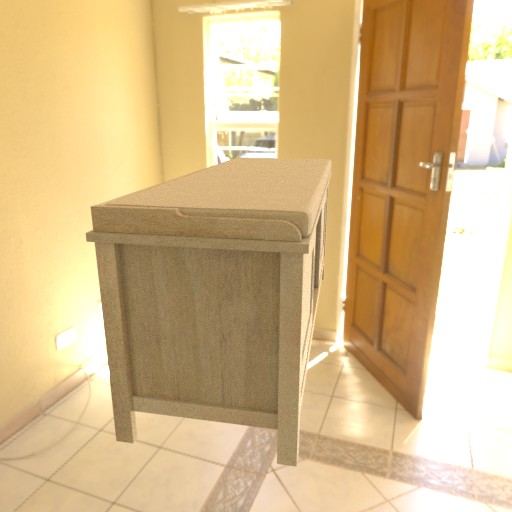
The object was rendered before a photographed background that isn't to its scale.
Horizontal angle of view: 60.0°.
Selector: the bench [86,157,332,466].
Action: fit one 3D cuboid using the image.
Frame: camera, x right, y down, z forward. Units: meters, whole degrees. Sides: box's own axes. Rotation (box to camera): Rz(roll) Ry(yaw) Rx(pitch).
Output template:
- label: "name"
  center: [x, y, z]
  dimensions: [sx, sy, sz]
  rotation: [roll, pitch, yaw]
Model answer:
- label: "bench"
  center: [0.000, 0.000, 1.349]
  dimensions: [0.398, 0.501, 1.140]
  rotation: [3, 17, 11]
